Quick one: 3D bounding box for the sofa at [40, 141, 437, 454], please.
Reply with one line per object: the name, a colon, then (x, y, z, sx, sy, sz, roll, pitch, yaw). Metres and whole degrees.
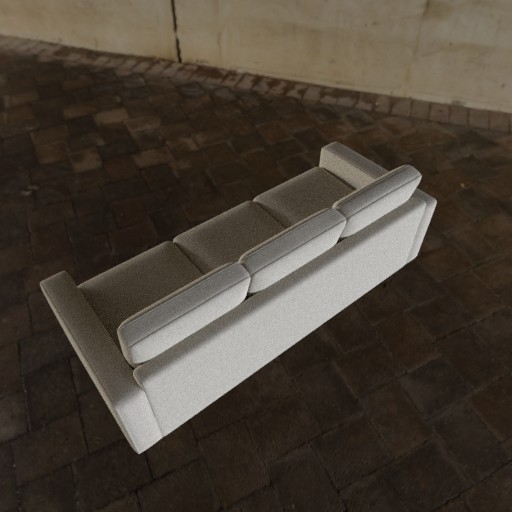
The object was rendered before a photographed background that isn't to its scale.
sofa: (0.000, 0.000, 2.597, 2.160, 0.800, 0.900, -30, 53, -25)
